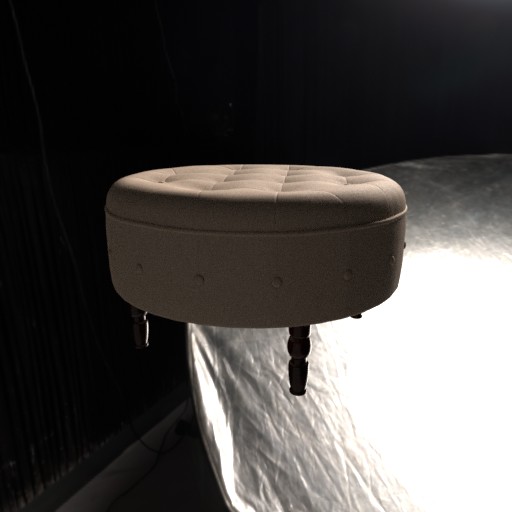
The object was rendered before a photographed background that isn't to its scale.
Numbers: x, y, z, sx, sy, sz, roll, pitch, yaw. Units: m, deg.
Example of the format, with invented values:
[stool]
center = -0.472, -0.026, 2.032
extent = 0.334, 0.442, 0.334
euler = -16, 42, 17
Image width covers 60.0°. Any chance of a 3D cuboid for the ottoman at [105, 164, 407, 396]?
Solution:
[ottoman]
center = 0.000, 0.000, 1.351
extent = 0.848, 0.494, 0.848
euler = 0, 16, 0
